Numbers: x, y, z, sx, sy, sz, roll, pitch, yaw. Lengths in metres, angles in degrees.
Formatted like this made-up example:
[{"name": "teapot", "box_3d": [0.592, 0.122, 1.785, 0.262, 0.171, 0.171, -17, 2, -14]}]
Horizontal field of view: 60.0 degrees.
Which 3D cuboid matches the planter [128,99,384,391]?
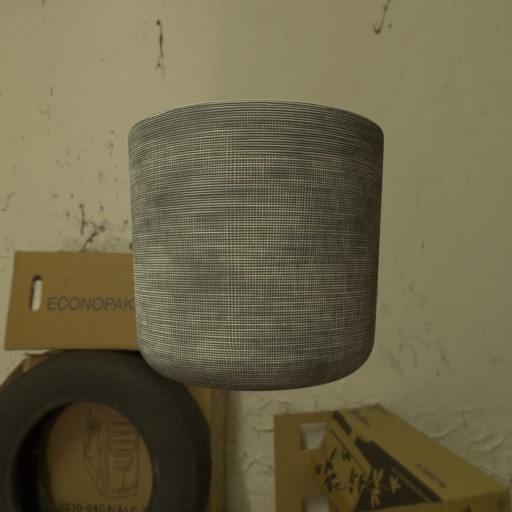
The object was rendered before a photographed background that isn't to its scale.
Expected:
[{"name": "planter", "box_3d": [0.000, 0.000, 0.789, 0.440, 0.398, 0.440, 0, -1, 0]}]
